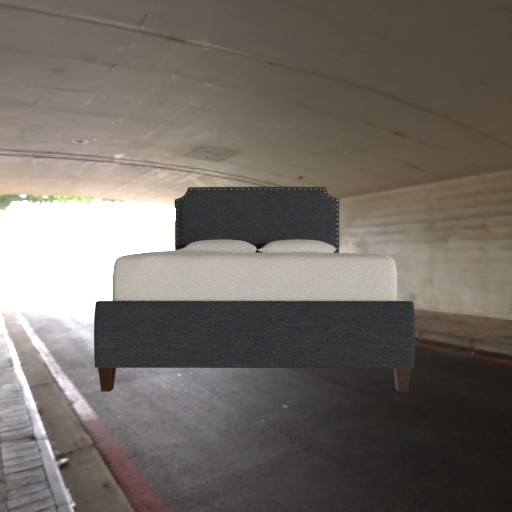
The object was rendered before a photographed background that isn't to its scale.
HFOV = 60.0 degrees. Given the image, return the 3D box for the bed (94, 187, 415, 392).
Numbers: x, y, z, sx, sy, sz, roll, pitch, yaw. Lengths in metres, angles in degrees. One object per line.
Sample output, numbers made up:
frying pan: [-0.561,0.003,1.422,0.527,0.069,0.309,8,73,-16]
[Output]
bed: [0.000,0.000,3.490,1.713,1.443,2.372,0,0,0]
